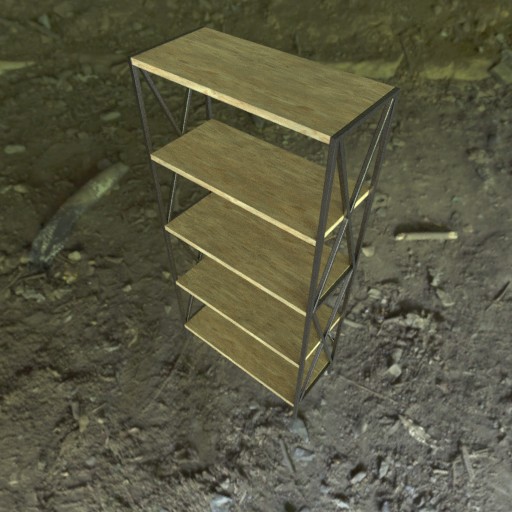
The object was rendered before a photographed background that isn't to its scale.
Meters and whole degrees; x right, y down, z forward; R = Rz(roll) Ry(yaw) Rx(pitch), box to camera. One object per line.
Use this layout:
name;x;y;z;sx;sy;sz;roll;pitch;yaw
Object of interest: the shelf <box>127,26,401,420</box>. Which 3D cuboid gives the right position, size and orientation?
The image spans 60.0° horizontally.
shelf;0.000;0.000;2.150;0.874;1.803;0.386;30;53;26
